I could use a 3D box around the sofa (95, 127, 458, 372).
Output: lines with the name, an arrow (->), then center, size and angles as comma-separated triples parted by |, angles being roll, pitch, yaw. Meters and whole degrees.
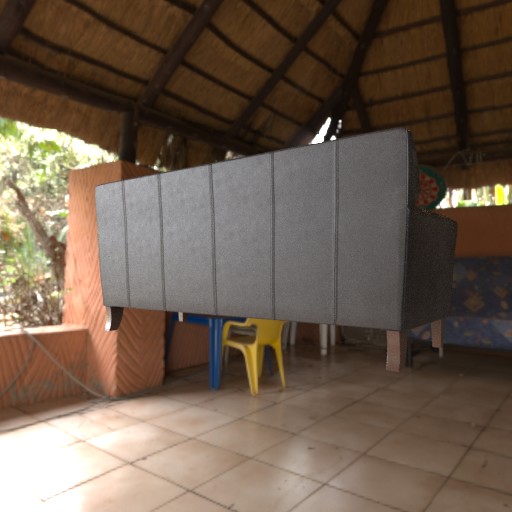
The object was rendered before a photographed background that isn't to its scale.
sofa -> 0.000, 0.000, 2.589 | 2.053, 0.947, 0.805 | -1, -2, 37
